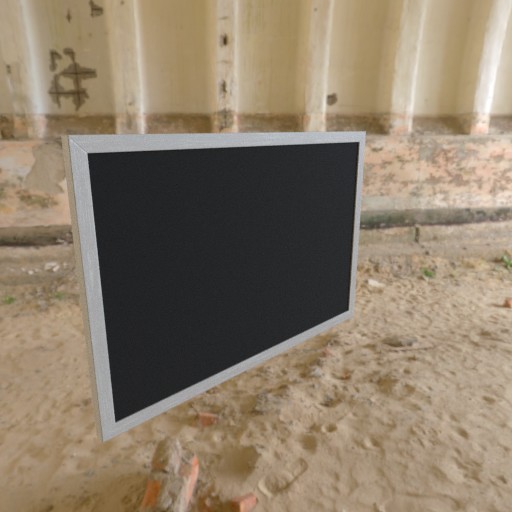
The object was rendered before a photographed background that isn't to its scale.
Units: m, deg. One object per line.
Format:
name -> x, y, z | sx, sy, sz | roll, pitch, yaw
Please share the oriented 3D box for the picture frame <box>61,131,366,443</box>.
picture frame -> 0.000, 0.000, 1.194 | 0.950, 0.640, 0.029 | -15, 22, -42
